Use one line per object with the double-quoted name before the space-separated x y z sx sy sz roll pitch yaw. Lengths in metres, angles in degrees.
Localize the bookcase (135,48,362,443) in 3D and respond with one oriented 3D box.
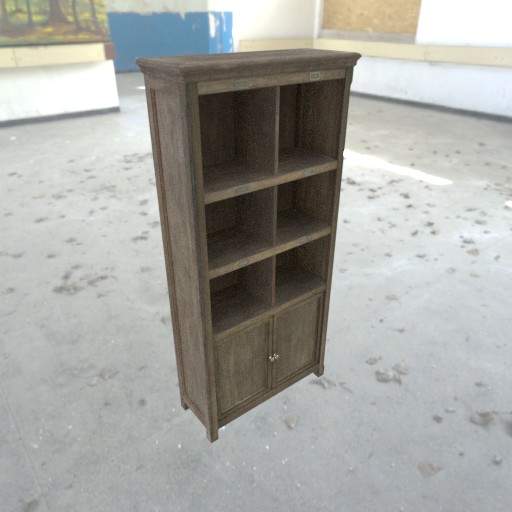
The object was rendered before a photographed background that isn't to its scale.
"bookcase" 0.000 0.000 2.271 0.906 1.880 0.348 -20 35 -32
